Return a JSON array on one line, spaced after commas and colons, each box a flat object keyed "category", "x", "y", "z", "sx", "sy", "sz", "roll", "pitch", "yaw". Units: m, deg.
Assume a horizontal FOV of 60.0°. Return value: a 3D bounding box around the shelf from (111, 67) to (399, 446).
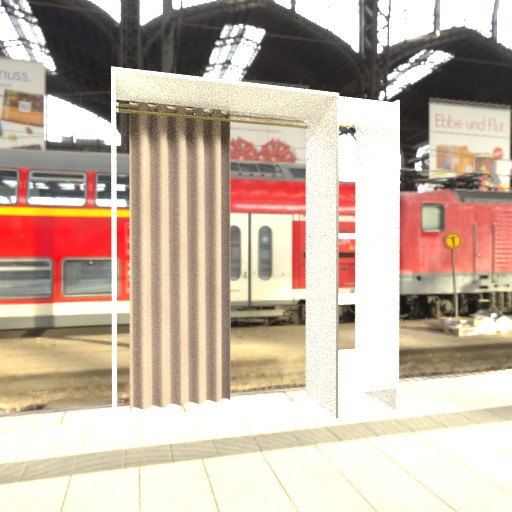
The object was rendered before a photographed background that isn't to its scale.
[{"category": "shelf", "x": 0.000, "y": 0.000, "z": 2.599, "sx": 1.600, "sy": 1.820, "sz": 0.500, "roll": 0, "pitch": 1, "yaw": -17}]
